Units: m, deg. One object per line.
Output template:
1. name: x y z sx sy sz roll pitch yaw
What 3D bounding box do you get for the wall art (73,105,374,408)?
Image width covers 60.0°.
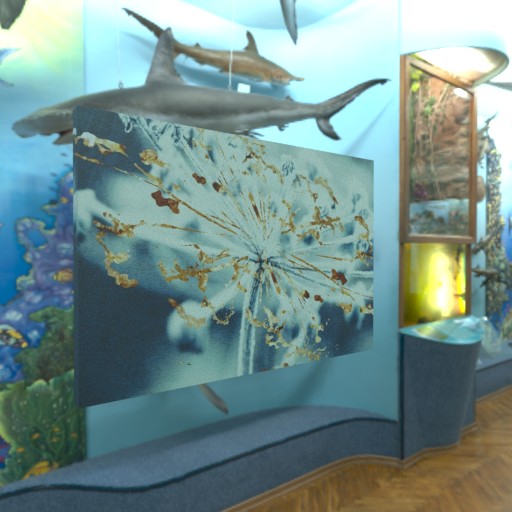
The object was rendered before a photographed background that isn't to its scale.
1. wall art: 0.000 0.000 1.174 0.912 0.608 0.038 0 1 -36
